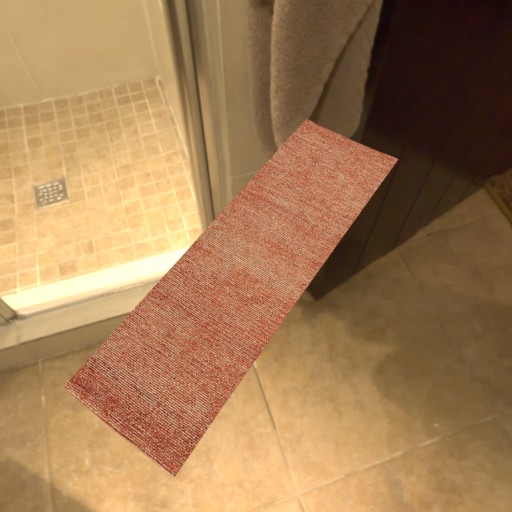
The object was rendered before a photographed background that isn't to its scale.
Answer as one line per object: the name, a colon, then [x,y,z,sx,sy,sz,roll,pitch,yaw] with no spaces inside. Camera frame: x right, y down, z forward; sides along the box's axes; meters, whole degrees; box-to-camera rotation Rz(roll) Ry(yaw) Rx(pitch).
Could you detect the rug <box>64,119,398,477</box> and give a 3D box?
rug: [0.000,0.000,2.598,0.718,0.013,2.353,31,63,17]
